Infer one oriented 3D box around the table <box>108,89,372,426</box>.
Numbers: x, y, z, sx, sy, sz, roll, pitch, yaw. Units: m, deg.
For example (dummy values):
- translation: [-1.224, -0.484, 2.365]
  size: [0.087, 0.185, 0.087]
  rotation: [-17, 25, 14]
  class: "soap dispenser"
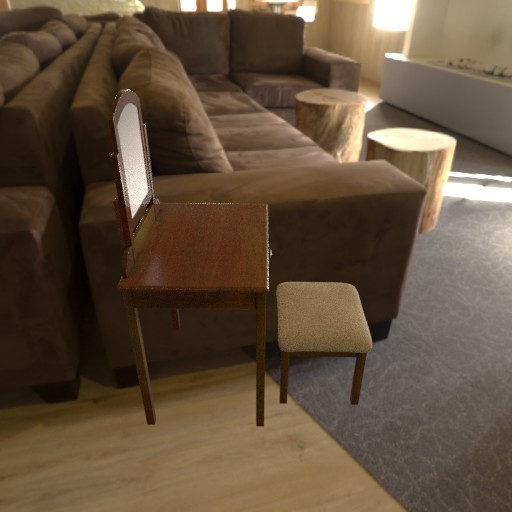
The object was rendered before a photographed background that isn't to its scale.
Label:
- translation: [0.000, 0.000, 2.302]
  size: [1.211, 1.631, 0.876]
  rotation: [1, 31, 1]
  class: "table"
